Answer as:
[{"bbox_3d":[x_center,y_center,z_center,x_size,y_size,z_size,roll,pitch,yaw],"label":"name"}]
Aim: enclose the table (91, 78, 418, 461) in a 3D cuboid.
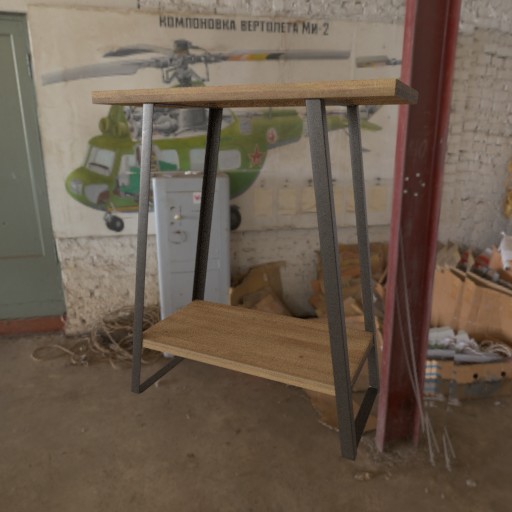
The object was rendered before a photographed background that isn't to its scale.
[{"bbox_3d":[0.000,0.000,1.004,0.599,0.701,0.300,8,18,24],"label":"table"}]
